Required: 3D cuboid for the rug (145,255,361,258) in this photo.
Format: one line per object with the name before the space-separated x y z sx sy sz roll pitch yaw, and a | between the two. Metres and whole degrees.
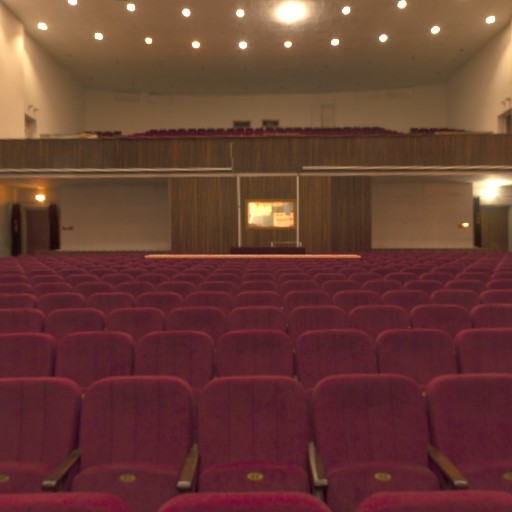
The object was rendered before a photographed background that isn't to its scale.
rug | 0.000 0.000 2.447 0.662 0.011 2.196 0 0 1
